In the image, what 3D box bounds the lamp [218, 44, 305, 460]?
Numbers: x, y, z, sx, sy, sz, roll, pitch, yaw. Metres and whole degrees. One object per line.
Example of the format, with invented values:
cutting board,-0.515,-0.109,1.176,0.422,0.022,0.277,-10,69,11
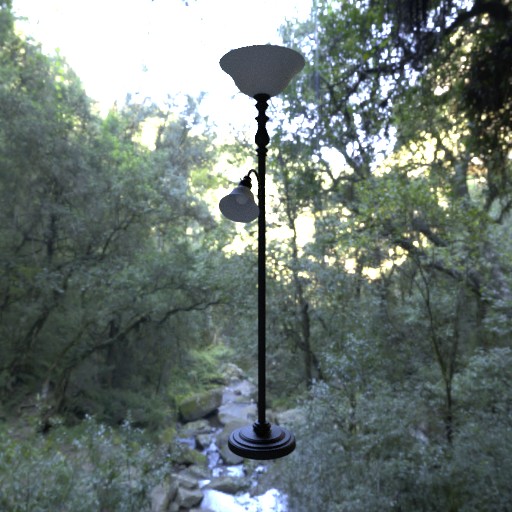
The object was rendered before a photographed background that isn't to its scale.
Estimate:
lamp,0.000,0.000,1.994,0.405,1.793,0.588,0,0,17
